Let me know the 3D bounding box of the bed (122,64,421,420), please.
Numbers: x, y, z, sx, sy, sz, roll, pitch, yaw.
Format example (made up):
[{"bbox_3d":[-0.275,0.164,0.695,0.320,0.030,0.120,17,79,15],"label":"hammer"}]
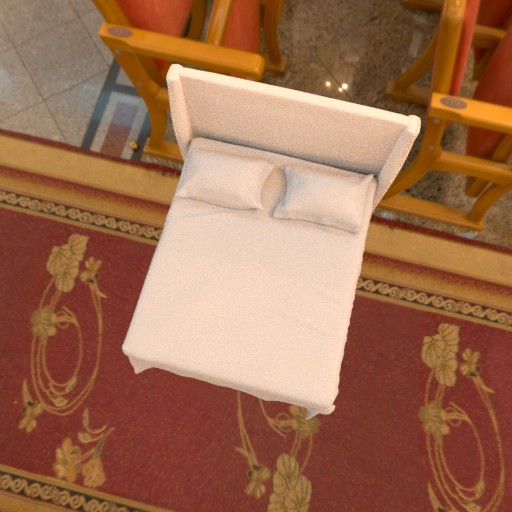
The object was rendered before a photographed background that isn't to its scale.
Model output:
[{"bbox_3d":[0.000,0.000,3.582,1.925,1.332,2.276,14,74,4],"label":"bed"}]
